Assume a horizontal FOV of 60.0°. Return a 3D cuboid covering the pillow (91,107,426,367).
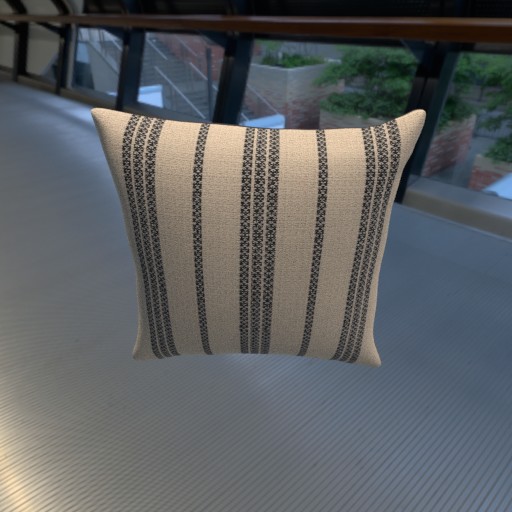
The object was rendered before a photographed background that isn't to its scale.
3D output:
[{"bbox_3d":[0.000,0.000,0.629,0.405,0.406,0.173,1,30,2],"label":"pillow"}]
